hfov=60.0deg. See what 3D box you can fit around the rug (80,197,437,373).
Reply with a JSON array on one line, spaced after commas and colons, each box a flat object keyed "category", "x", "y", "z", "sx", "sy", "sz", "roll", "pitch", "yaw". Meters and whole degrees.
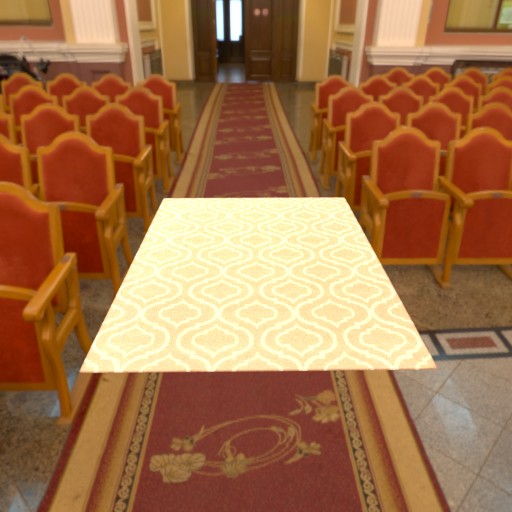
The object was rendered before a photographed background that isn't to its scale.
[{"category": "rug", "x": 0.000, "y": 0.000, "z": 4.487, "sx": 2.438, "sy": 0.010, "sz": 3.353, "roll": 0, "pitch": 28, "yaw": -1}]
